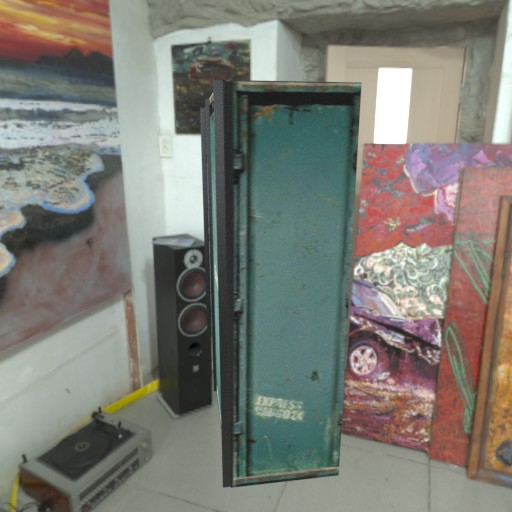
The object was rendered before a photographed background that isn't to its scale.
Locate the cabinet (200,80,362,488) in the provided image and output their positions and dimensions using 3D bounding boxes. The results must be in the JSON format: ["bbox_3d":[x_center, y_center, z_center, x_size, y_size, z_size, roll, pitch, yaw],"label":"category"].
[{"bbox_3d":[0.000,0.000,3.223,0.680,2.160,2.000,-2,15,-8],"label":"cabinet"}]
